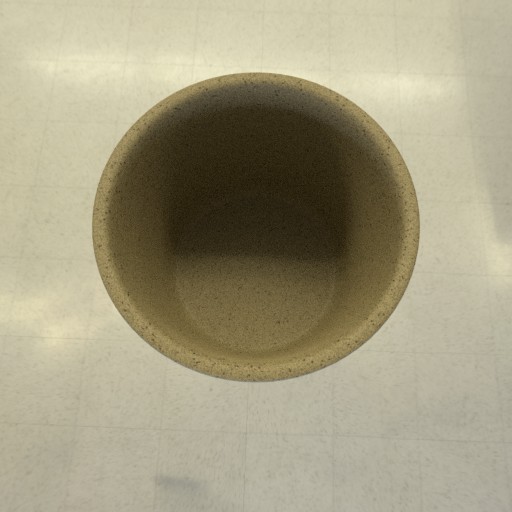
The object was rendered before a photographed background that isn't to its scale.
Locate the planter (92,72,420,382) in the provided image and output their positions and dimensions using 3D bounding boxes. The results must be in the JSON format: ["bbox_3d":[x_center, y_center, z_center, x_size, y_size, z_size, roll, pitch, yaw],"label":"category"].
[{"bbox_3d":[0.000,0.000,0.420,0.228,0.235,0.228,0,75,0],"label":"planter"}]
